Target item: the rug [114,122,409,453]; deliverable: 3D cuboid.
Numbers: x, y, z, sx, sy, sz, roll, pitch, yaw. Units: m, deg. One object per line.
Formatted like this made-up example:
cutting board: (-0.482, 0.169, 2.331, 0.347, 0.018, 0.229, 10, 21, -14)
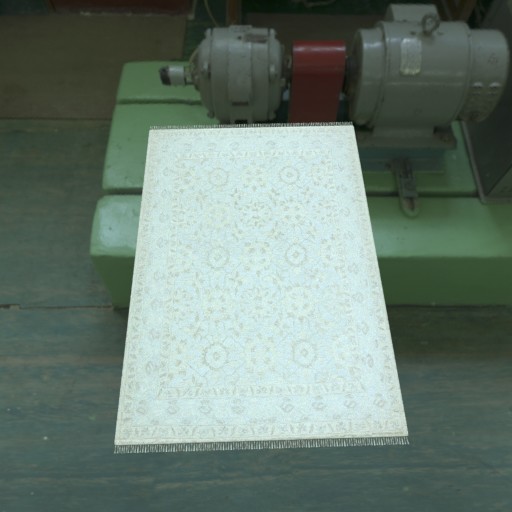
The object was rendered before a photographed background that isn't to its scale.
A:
rug: (0.000, 0.000, 2.787, 1.514, 0.011, 2.233, -1, 62, -1)
